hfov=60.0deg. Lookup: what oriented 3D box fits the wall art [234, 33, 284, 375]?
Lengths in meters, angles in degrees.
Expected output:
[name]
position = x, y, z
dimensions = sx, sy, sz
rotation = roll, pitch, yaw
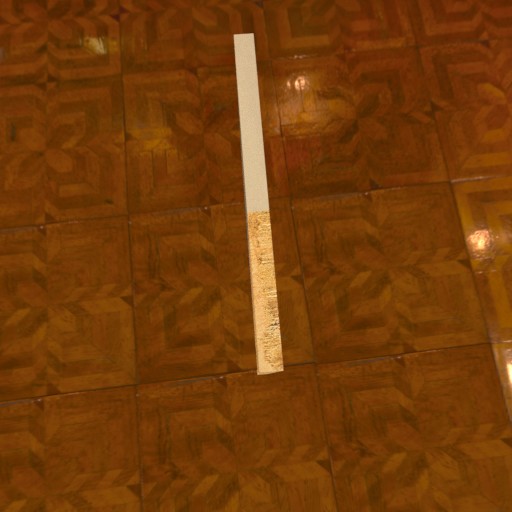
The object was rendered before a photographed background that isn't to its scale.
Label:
[wall art]
position = 0.000, 0.000, 1.182
dimensions = 0.039, 0.911, 0.607
rotation = -4, 75, -1
